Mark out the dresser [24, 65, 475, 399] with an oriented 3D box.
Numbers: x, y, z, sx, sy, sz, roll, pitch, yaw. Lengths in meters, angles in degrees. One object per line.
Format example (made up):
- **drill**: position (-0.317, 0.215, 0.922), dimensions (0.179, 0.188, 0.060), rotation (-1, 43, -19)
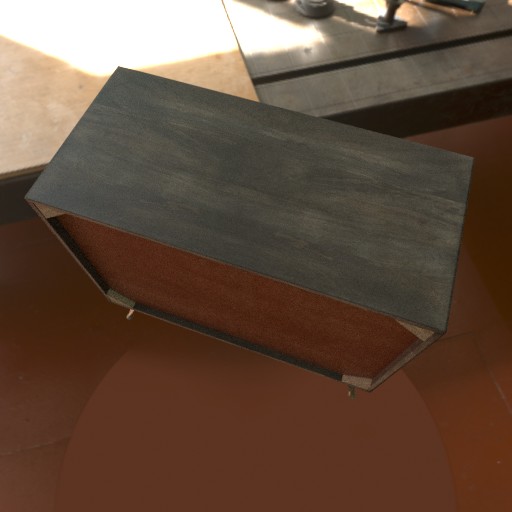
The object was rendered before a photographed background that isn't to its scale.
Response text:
- **dresser**: position (0.000, 0.000, 1.360), dimensions (0.923, 0.801, 0.453), rotation (17, 64, 9)
